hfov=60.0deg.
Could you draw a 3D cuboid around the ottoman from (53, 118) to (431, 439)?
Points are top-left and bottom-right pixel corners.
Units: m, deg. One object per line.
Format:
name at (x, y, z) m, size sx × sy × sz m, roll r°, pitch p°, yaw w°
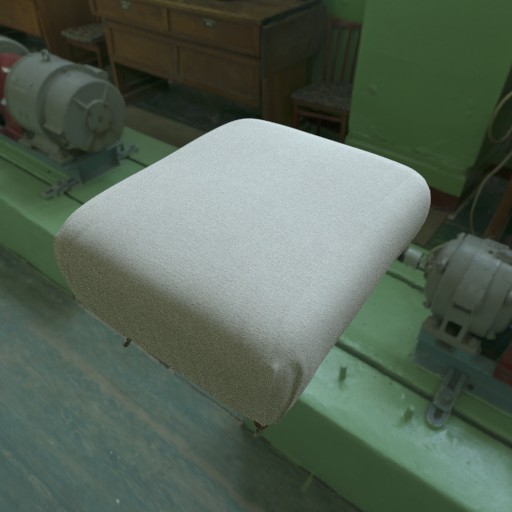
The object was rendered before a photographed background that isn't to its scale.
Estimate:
ottoman at (0.000, 0.000, 1.135) m, size 0.639 × 0.450 × 0.746 m, roll 26°, pitch 48°, yaw 26°
